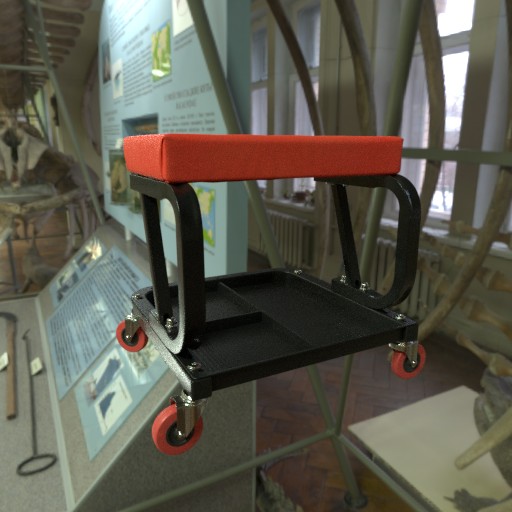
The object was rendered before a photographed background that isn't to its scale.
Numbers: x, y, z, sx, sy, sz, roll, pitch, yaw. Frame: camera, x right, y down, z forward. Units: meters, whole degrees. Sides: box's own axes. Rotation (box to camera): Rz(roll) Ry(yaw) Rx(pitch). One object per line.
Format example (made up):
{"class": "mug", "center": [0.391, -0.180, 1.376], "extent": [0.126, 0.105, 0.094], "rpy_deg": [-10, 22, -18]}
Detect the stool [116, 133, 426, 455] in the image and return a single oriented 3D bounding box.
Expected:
{"class": "stool", "center": [0.000, 0.000, 0.727], "extent": [0.446, 0.380, 0.371], "rpy_deg": [-7, 16, -27]}
